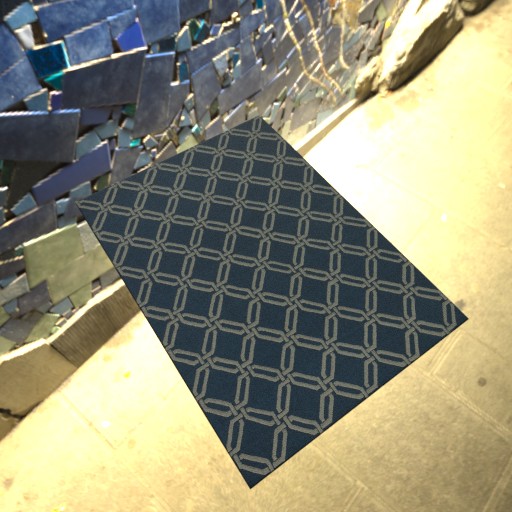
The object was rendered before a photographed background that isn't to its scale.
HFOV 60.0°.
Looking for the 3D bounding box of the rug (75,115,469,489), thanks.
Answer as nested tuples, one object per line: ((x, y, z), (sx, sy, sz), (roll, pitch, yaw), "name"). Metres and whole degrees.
((0.000, 0.000, 4.417), (2.432, 0.018, 3.342), (-30, 63, -18), "rug")
